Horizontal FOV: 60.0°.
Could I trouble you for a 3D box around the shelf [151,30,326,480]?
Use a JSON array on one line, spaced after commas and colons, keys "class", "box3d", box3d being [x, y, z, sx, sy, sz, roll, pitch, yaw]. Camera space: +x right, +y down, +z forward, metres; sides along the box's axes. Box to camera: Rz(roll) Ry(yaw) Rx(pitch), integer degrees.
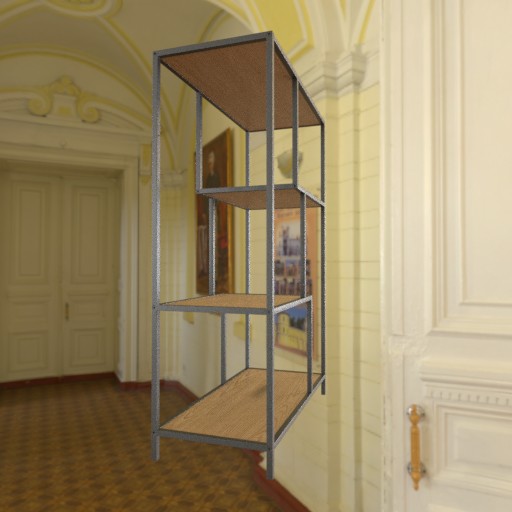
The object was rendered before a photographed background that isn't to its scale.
[{"class": "shelf", "box3d": [0.000, 0.000, 1.542, 0.350, 1.138, 0.770, 0, -1, 19]}]
